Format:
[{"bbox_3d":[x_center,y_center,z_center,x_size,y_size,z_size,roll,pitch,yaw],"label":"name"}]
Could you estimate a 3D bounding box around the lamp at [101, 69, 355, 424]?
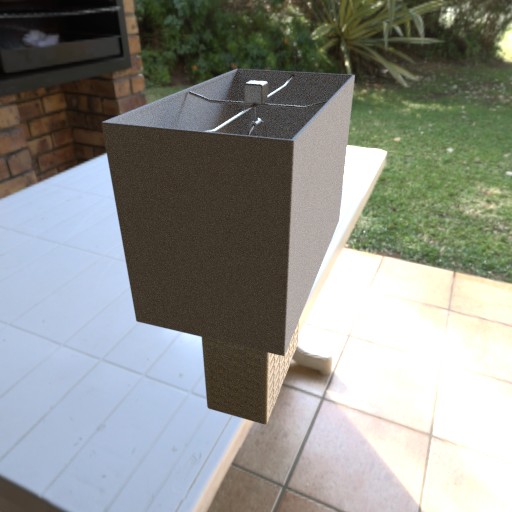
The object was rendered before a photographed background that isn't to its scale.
[{"bbox_3d":[0.000,0.000,0.696,0.200,0.515,0.380,10,32,16],"label":"lamp"}]
